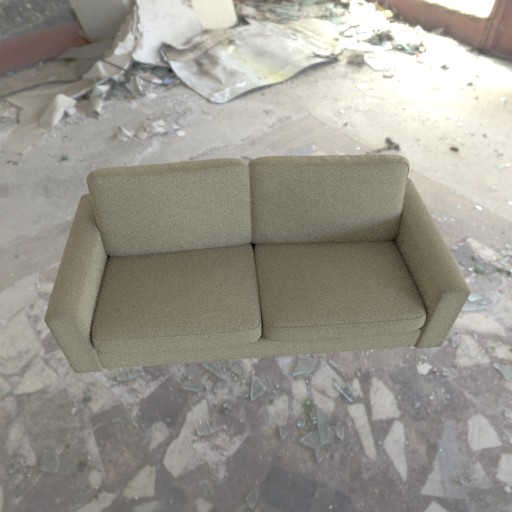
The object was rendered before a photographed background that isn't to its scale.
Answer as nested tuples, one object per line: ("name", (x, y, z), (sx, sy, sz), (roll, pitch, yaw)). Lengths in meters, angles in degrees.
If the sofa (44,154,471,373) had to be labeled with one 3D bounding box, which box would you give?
("sofa", (0.000, 0.000, 2.639), (2.179, 0.873, 1.016), (-3, 47, -3))
